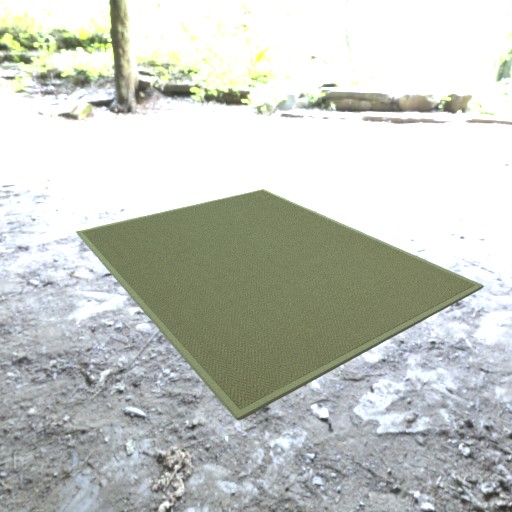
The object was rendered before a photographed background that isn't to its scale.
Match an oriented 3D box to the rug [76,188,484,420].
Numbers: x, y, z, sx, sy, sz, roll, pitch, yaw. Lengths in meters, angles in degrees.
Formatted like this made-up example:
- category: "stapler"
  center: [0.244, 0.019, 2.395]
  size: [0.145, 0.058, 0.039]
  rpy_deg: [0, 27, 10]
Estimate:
- category: "rug"
  center: [0.000, 0.000, 4.087]
  size: [2.407, 0.020, 3.051]
  rpy_deg: [-18, 32, -31]
